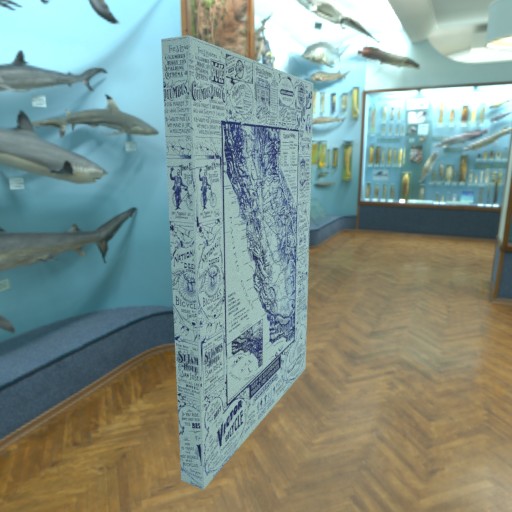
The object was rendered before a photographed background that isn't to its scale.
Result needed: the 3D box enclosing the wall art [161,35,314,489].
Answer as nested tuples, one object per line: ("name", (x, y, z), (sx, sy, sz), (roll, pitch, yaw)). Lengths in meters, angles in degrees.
("wall art", (0.000, 0.000, 0.471), (0.025, 0.376, 0.255), (7, 15, 26))
